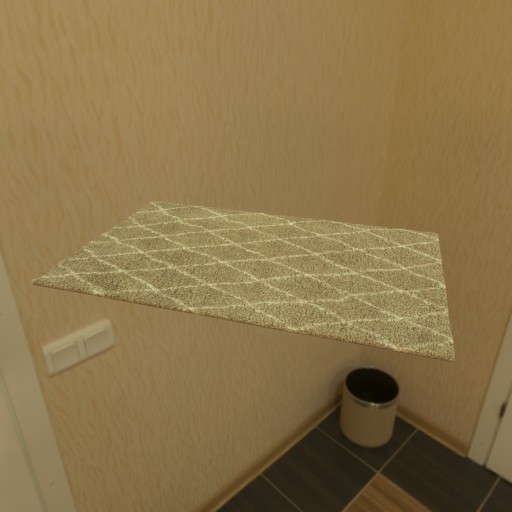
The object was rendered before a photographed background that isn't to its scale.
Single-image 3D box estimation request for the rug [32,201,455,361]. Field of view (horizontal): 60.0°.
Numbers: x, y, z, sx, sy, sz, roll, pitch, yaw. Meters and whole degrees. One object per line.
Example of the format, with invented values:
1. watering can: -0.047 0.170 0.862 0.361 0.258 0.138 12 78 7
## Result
1. rug: 0.000 0.000 3.057 2.438 0.030 1.524 8 28 15
